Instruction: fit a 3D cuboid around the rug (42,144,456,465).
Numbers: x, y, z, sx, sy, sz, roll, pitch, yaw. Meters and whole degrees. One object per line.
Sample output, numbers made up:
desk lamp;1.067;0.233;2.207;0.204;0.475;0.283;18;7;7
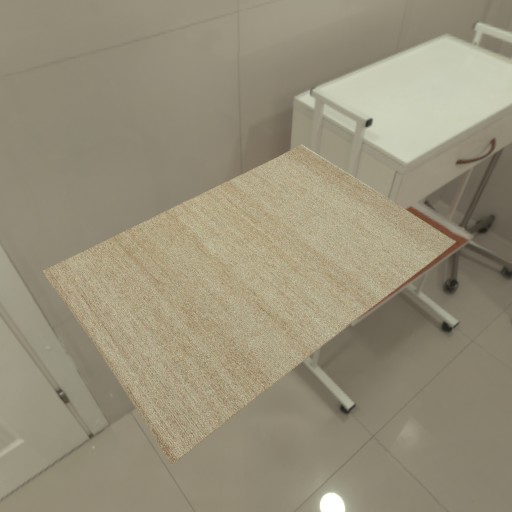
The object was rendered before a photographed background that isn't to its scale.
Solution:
rug;0.000;0.000;3.001;2.346;0.029;1.574;-31;54;-26
